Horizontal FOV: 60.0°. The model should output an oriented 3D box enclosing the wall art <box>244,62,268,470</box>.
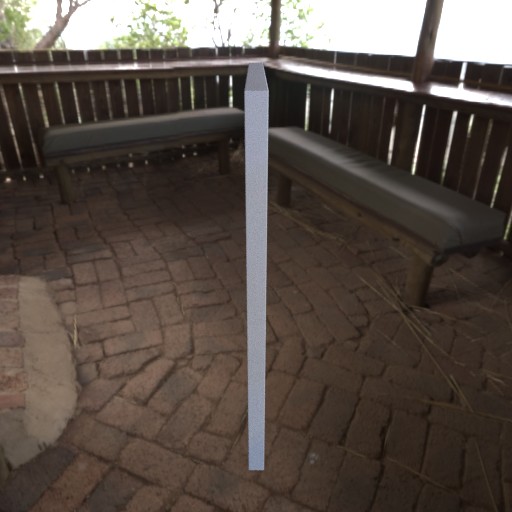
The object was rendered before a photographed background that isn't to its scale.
[{"bbox_3d":[0.000,0.000,1.193,0.039,0.915,0.612,0,27,0],"label":"wall art"}]
